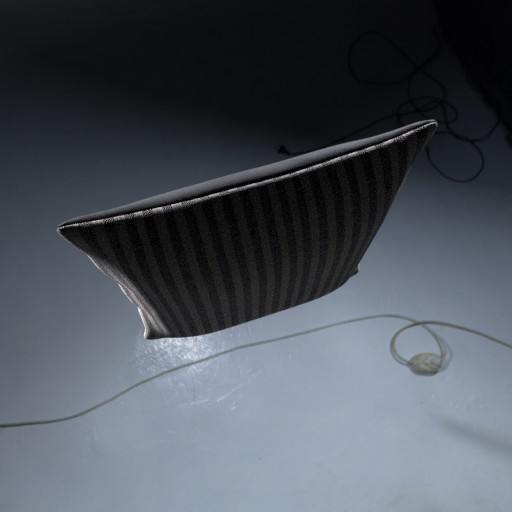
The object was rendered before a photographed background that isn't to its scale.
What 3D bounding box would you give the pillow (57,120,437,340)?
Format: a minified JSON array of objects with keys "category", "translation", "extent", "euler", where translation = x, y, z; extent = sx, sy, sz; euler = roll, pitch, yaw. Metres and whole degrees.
[{"category":"pillow","translation":[0.000,0.000,0.795],"extent":[0.523,0.506,0.166],"euler":[-17,67,-7]}]
